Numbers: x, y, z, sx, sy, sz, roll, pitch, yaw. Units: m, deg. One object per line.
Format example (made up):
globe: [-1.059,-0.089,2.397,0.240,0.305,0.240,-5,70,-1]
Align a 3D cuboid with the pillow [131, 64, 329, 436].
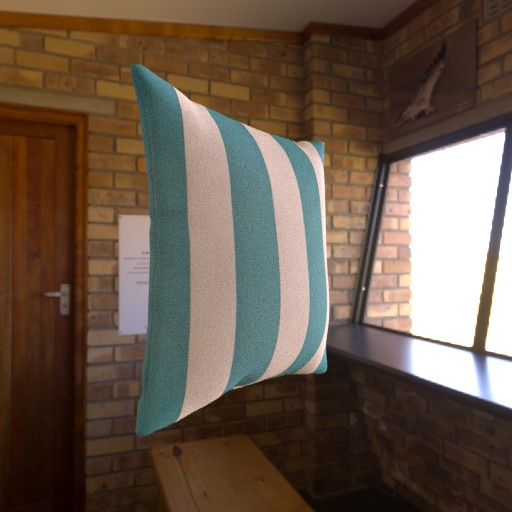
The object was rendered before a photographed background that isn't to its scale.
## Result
pillow: [0.000,0.000,0.810,0.189,0.526,0.536,-1,-1,37]
